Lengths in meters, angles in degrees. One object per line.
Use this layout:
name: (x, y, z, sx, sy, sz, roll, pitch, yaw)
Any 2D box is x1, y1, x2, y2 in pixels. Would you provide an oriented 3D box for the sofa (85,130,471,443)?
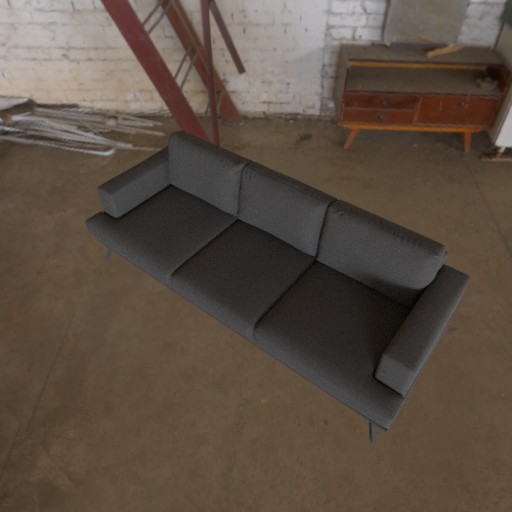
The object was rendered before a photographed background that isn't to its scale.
sofa: (0.000, 0.000, 2.794, 2.310, 0.810, 0.920, 29, 52, 26)
